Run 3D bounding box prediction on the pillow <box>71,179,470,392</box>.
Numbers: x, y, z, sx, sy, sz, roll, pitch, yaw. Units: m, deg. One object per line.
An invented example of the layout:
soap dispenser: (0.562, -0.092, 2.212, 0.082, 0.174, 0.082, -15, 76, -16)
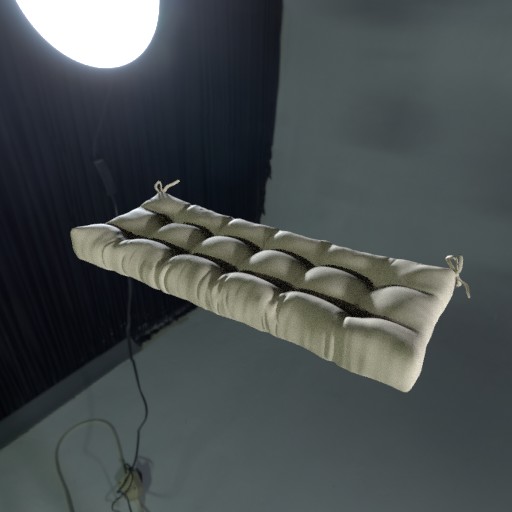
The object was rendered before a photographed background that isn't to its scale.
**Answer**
pillow: (0.000, 0.000, 1.369, 1.194, 0.174, 0.511, 18, 34, 28)
